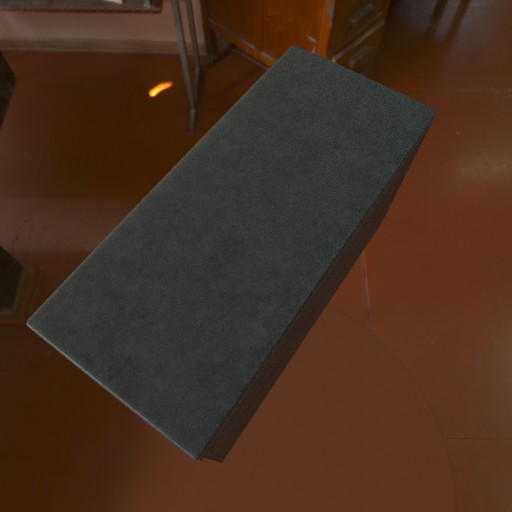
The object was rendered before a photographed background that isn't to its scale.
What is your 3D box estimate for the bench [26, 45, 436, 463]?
[{"bbox_3d":[0.000,0.000,1.136,0.401,0.501,0.905,32,68,15],"label":"bench"}]
